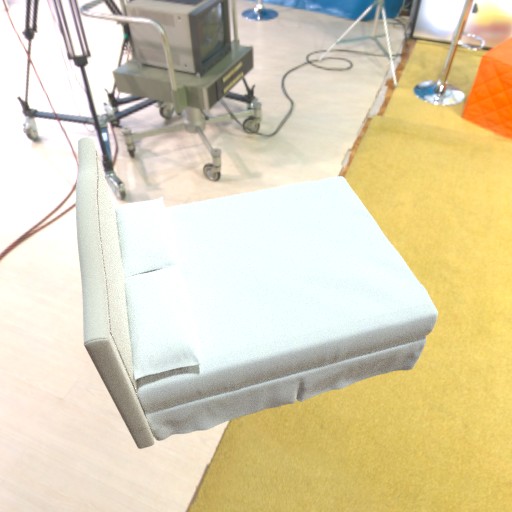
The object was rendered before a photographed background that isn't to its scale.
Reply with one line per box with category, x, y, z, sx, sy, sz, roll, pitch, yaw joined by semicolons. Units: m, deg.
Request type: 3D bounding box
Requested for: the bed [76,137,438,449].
bed;0.000;0.000;3.213;2.143;1.460;1.753;-12;48;-11
